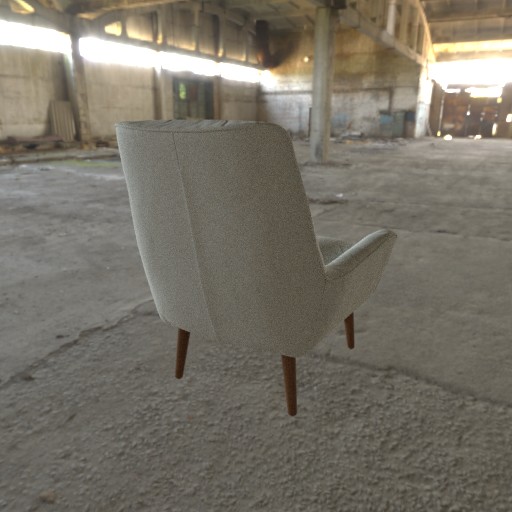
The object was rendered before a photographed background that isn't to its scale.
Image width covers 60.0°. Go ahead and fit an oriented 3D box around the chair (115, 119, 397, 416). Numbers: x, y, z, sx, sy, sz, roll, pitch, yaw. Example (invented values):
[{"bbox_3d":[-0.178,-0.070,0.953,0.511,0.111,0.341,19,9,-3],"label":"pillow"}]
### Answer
[{"bbox_3d":[0.000,0.000,1.508,0.787,0.888,0.822,9,19,27],"label":"chair"}]
